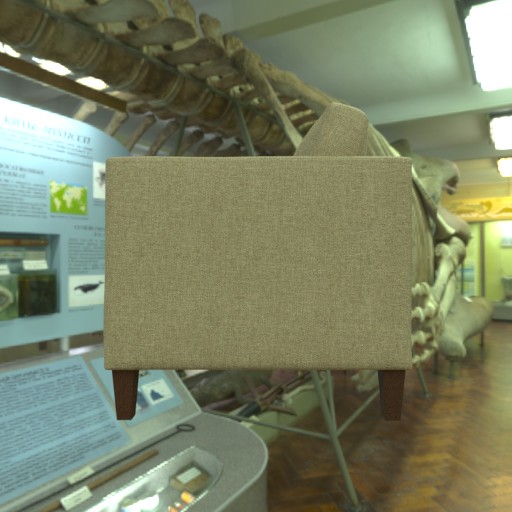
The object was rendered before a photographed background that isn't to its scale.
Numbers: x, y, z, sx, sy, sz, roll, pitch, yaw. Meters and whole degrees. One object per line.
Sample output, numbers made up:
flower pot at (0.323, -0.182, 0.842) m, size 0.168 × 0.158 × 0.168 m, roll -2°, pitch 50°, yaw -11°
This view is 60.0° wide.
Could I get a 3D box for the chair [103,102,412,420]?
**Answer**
chair at (0.000, 0.000, 1.842) m, size 0.959 × 0.987 × 1.107 m, roll 0°, pitch 0°, yaw 0°
